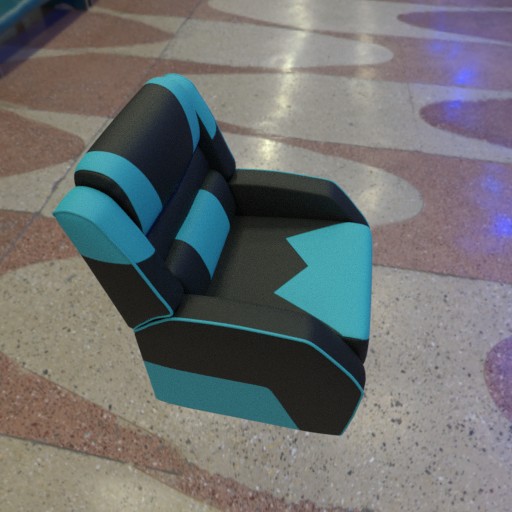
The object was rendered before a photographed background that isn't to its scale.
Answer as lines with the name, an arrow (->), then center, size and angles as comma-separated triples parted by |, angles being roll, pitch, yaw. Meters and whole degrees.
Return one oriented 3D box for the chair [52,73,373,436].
chair -> 0.000, 0.000, 1.246 | 0.672, 0.805, 0.620 | 8, 46, 8
